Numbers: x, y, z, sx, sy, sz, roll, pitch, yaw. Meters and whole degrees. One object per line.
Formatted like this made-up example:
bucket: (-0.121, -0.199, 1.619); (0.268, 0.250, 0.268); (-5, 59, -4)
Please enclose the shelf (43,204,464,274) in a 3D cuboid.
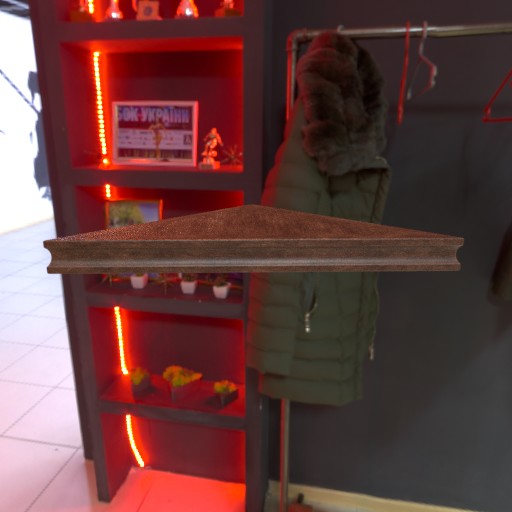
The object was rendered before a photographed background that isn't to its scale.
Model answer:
shelf: (0.000, 0.000, 0.445); (0.296, 0.035, 0.296); (15, 22, 41)
